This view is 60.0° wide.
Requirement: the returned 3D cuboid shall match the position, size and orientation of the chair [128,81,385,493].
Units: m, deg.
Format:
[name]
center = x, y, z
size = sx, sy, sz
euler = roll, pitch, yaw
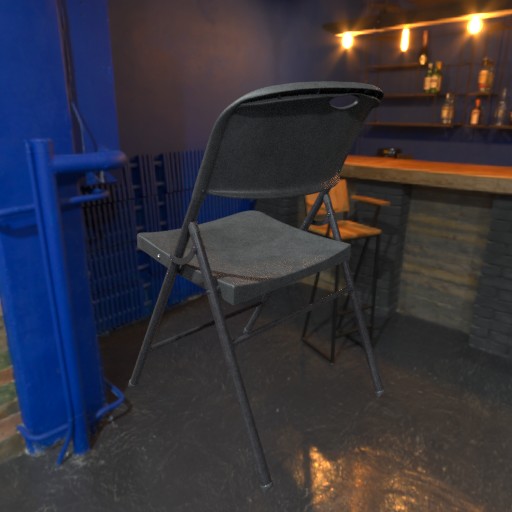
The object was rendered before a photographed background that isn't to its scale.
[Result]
[chair]
center = 0.000, 0.000, 1.142
size = 0.566, 0.810, 0.494
euler = 17, 24, 42
